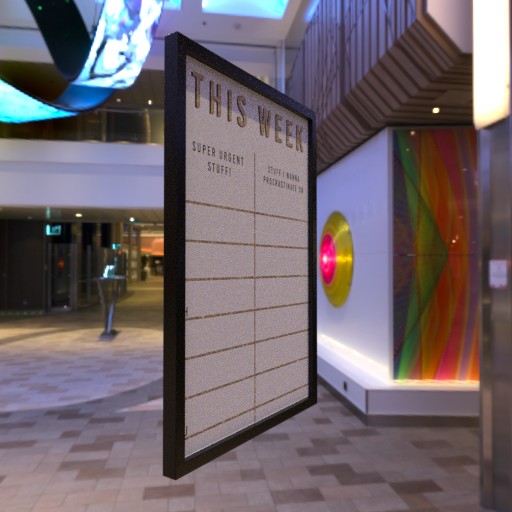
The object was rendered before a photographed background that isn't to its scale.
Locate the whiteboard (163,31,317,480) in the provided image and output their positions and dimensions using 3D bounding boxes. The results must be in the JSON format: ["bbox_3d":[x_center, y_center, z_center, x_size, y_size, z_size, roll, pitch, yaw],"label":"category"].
[{"bbox_3d":[0.000,0.000,0.772,0.026,0.611,0.406,-1,-1,35],"label":"whiteboard"}]
